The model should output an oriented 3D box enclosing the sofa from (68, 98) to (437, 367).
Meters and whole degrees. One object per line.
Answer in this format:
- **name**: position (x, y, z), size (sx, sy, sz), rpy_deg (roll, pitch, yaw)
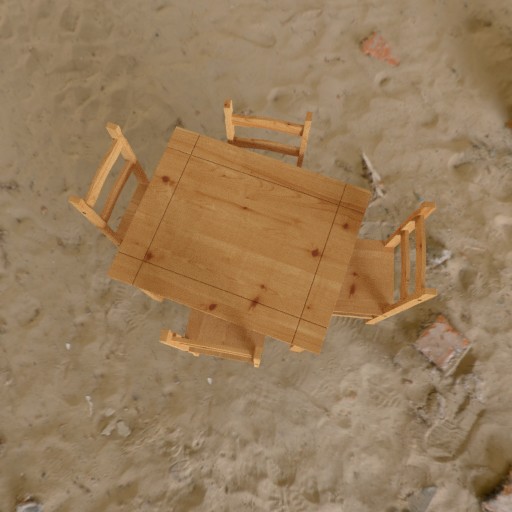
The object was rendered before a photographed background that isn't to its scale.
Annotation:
- **sofa**: position (0.000, 0.000, 2.265), size (1.529, 1.000, 1.144), rpy_deg (20, 76, 5)
